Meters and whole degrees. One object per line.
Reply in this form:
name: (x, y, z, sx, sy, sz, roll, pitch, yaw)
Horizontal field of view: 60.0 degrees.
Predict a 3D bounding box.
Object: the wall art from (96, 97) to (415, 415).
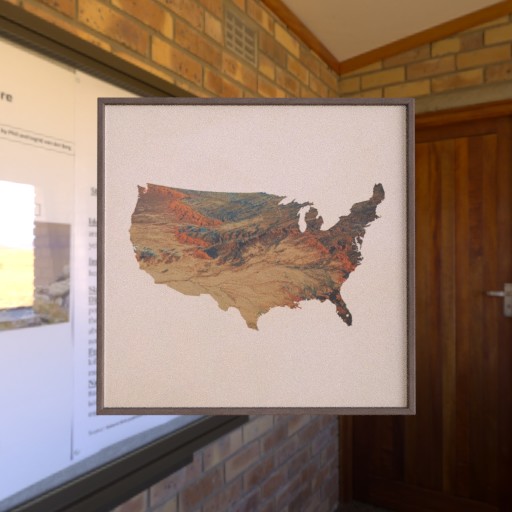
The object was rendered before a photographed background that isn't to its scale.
wall art: (0.000, 0.000, 0.440, 0.303, 0.302, 0.038, 0, -1, 0)
